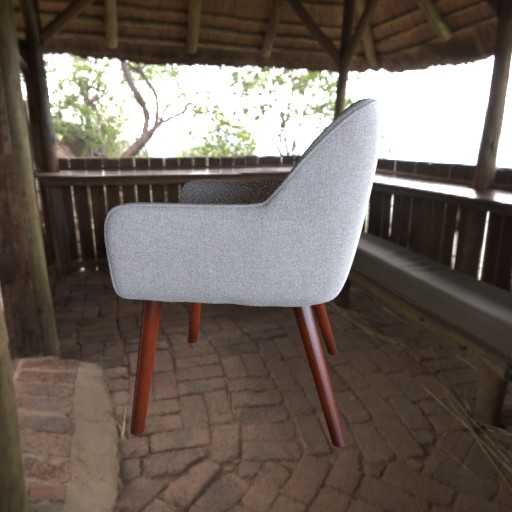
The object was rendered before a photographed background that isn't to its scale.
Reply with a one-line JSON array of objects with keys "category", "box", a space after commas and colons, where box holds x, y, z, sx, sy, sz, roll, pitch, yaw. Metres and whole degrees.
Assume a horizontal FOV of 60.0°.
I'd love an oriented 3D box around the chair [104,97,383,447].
[{"category": "chair", "box": [0.000, 0.000, 1.252, 0.610, 0.813, 0.610, 2, 15, 7]}]
